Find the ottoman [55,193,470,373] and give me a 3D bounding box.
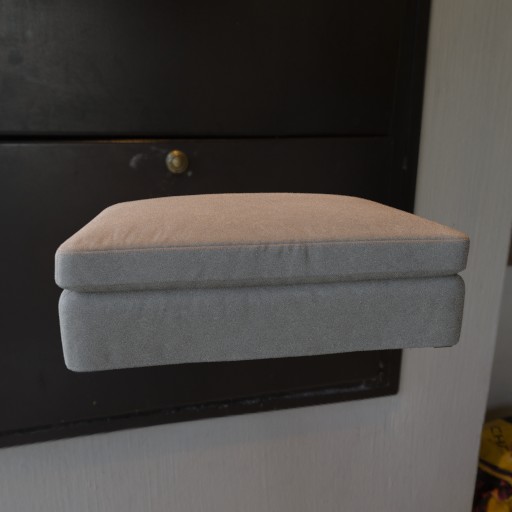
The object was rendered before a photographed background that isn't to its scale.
[{"bbox_3d":[0.000,0.000,1.622,1.199,0.429,0.840,-2,15,-8],"label":"ottoman"}]
